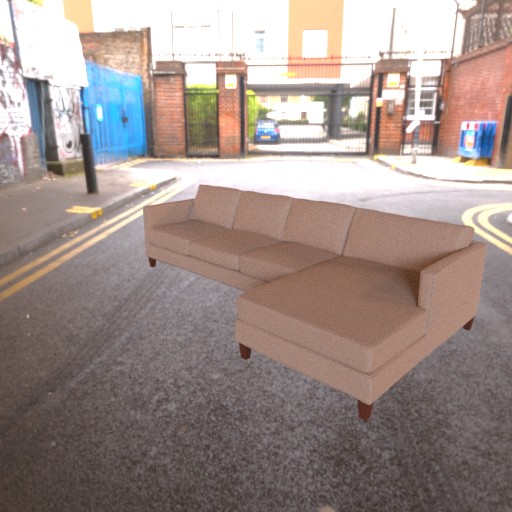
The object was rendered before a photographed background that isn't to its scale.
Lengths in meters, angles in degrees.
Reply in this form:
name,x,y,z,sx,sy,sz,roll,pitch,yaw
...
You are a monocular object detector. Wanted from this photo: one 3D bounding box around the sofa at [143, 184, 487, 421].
name,x,y,z,sx,sy,sz,roll,pitch,yaw
sofa,0.000,0.000,3.812,3.186,0.861,1.625,16,23,42
